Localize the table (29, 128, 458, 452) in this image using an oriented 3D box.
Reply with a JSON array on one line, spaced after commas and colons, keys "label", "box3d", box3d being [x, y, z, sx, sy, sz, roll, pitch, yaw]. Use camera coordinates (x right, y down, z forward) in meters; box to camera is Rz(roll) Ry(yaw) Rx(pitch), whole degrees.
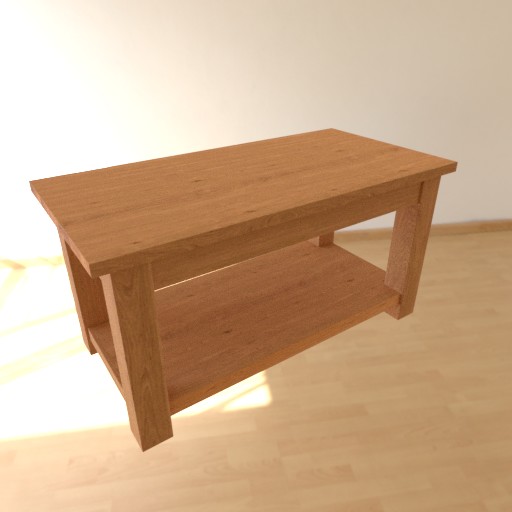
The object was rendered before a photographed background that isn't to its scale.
[{"label": "table", "box3d": [0.000, 0.000, 1.139, 0.899, 0.452, 0.450, -18, 34, -30]}]
